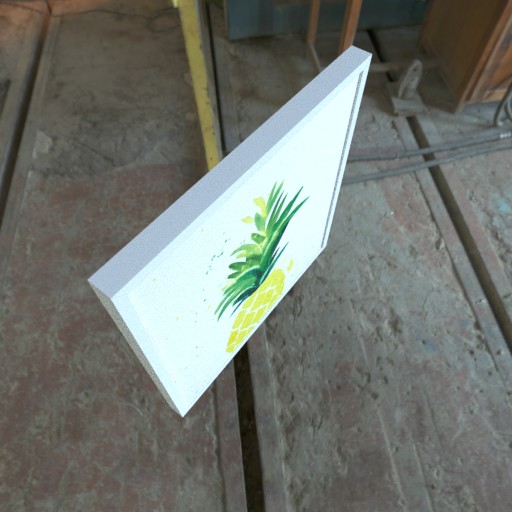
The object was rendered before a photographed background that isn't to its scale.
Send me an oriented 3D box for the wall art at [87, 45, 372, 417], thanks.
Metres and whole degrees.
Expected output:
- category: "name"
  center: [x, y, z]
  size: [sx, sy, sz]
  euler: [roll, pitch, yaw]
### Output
- category: "wall art"
  center: [0.000, 0.000, 0.762]
  size: [0.035, 0.507, 0.508]
  euler: [33, 63, 19]
